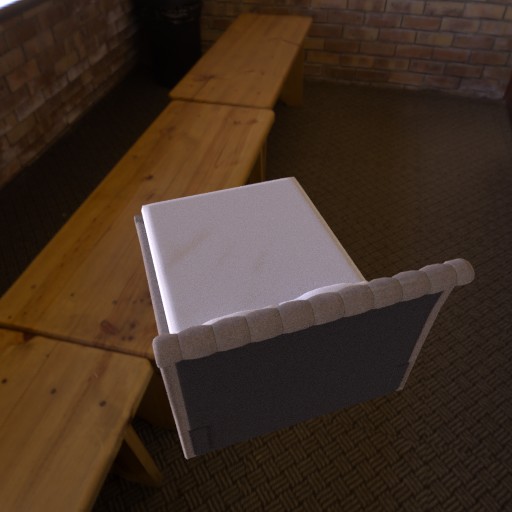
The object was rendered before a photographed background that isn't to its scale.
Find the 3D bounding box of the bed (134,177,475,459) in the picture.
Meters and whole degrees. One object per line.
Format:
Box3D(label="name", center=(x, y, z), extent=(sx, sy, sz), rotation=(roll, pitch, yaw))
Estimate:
Box3D(label="bed", center=(0.000, 0.000, 3.307), extent=(1.645, 1.371, 2.252), rotation=(-13, 46, -13))
